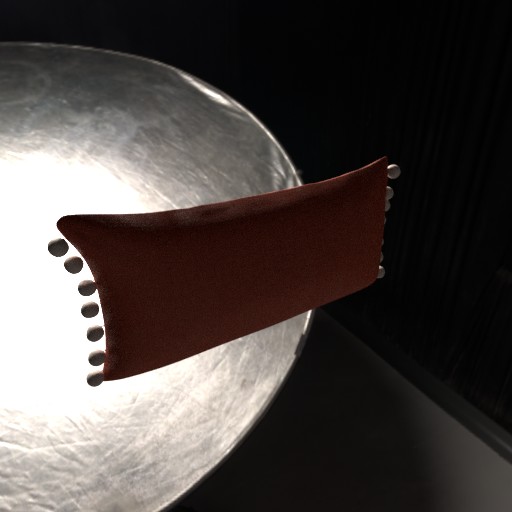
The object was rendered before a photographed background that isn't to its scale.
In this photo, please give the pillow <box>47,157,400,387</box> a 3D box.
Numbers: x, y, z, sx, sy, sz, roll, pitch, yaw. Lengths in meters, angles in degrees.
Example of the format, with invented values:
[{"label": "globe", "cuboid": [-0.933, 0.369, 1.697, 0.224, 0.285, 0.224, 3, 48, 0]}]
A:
[{"label": "pillow", "cuboid": [0.000, 0.000, 0.856, 0.709, 0.322, 0.201, -17, 33, -27]}]
